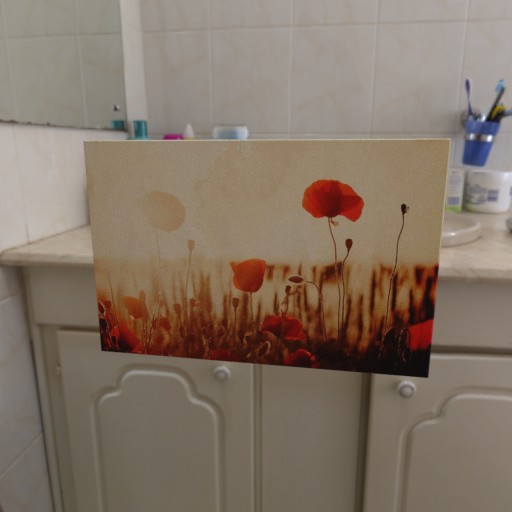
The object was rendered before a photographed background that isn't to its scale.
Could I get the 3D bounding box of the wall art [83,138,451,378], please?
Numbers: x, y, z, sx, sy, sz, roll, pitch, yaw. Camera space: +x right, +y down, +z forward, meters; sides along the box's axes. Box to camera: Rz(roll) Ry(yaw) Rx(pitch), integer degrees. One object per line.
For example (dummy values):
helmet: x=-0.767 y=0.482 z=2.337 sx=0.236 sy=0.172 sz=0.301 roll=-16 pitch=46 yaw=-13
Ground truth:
wall art: x=0.000 y=0.000 z=0.792 sx=0.613 sy=0.402 sz=0.040 roll=2 pitch=13 yaw=10
